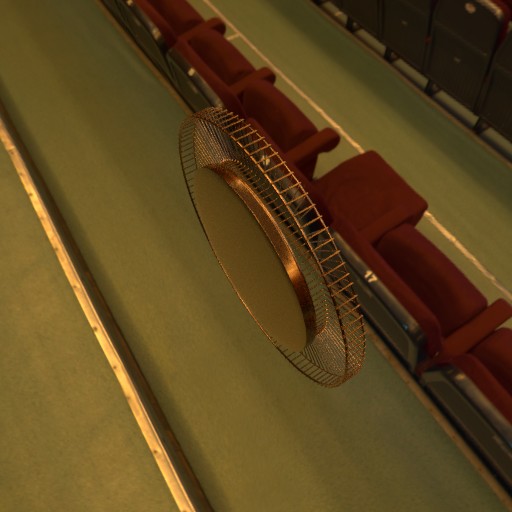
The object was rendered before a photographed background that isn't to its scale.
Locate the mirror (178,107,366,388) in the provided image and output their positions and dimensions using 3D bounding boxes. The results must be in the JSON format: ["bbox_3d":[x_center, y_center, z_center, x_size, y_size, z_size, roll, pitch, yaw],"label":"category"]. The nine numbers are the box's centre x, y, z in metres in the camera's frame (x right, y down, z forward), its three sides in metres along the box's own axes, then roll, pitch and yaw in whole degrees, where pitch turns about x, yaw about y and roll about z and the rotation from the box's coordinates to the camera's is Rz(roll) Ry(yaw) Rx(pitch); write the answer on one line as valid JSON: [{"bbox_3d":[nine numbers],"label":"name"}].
[{"bbox_3d":[0.000,0.000,1.067,0.067,0.703,0.703,-29,63,-16],"label":"mirror"}]
